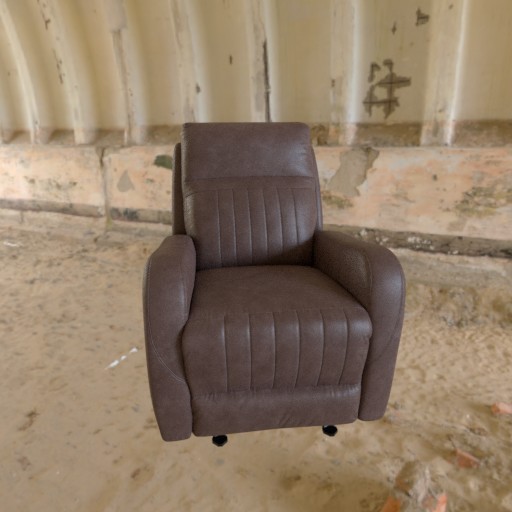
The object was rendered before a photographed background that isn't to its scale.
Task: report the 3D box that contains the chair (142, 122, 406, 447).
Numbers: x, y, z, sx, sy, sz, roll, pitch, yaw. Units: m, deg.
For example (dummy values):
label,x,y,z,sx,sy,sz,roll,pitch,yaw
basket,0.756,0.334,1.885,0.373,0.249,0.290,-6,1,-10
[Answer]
label,x,y,z,sx,sy,sz,roll,pitch,yaw
chair,0.000,0.000,1.803,0.865,1.067,1.067,-2,15,-7
